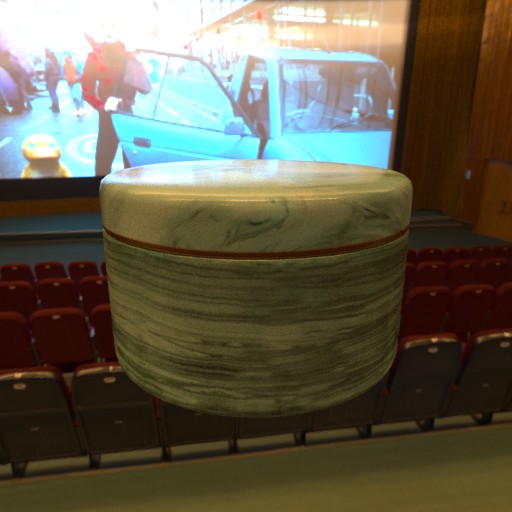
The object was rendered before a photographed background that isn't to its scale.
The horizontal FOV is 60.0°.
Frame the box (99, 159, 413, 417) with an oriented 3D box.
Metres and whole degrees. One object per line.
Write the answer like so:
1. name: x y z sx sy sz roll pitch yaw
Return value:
1. box: 0.000 0.000 0.158 0.101 0.063 0.101 0 17 0
